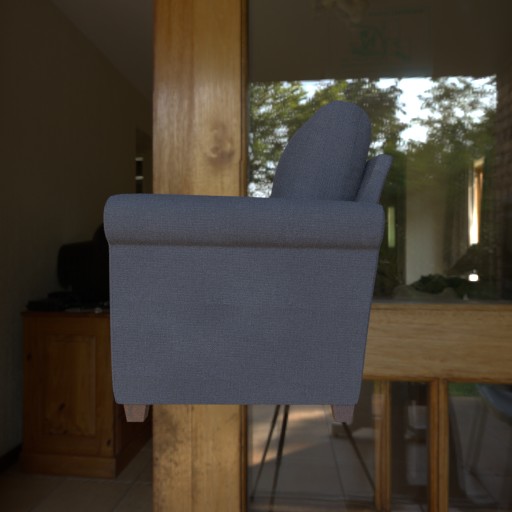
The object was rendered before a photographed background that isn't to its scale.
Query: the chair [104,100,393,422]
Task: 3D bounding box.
[{"bbox_3d":[0.000,0.000,1.620,0.828,0.942,0.867,0,0,0],"label":"chair"}]
